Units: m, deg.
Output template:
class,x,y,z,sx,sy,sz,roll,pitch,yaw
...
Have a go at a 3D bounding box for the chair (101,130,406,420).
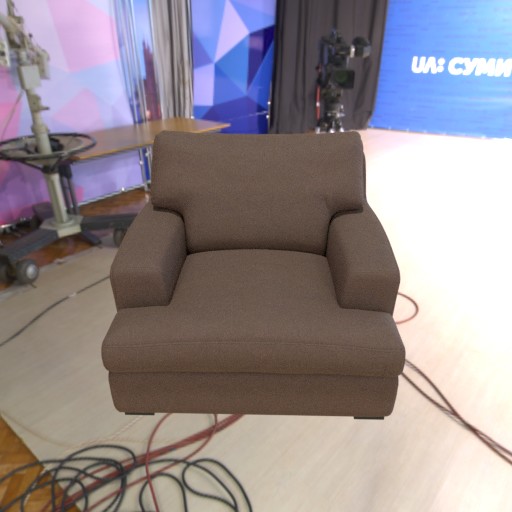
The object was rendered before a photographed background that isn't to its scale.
class,x,y,z,sx,sy,sz,roll,pitch,yaw
chair,0.000,0.000,2.004,1.168,0.940,1.143,1,29,1
